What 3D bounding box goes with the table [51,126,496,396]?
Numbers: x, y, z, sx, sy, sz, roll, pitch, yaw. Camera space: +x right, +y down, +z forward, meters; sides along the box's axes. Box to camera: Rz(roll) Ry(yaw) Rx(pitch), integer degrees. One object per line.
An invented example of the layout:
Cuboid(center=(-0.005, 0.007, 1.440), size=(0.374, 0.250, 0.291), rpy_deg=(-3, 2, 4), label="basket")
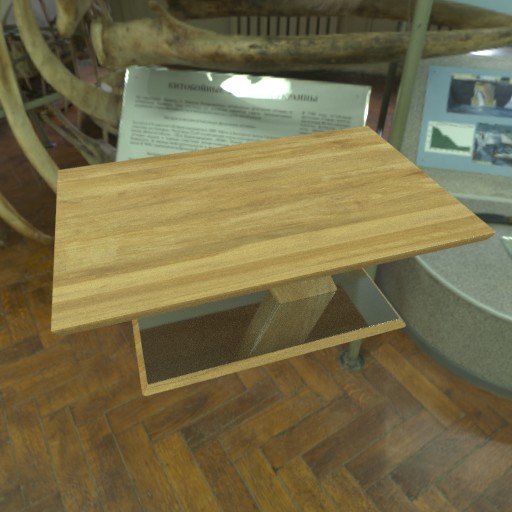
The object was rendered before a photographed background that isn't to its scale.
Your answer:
Cuboid(center=(0.000, 0.000, 1.426), size=(1.100, 0.441, 0.692), rpy_deg=(-12, 42, -13), label="table")
